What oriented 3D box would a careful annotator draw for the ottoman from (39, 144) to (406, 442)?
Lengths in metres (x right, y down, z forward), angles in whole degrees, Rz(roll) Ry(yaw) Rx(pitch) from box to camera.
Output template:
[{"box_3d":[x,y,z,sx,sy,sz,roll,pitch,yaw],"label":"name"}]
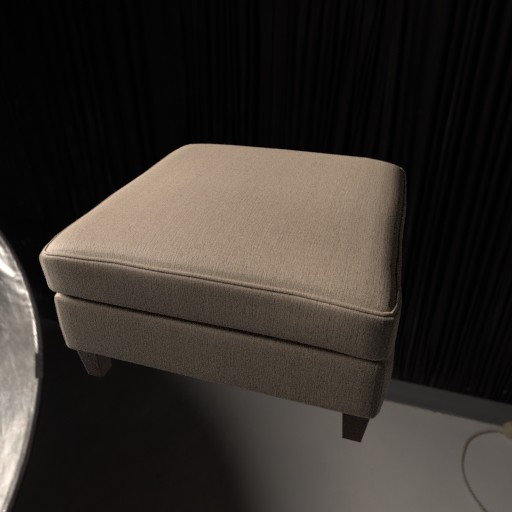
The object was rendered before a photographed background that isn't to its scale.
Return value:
[{"box_3d":[0.000,0.000,1.350,0.838,0.481,0.838,9,33,14],"label":"ottoman"}]
